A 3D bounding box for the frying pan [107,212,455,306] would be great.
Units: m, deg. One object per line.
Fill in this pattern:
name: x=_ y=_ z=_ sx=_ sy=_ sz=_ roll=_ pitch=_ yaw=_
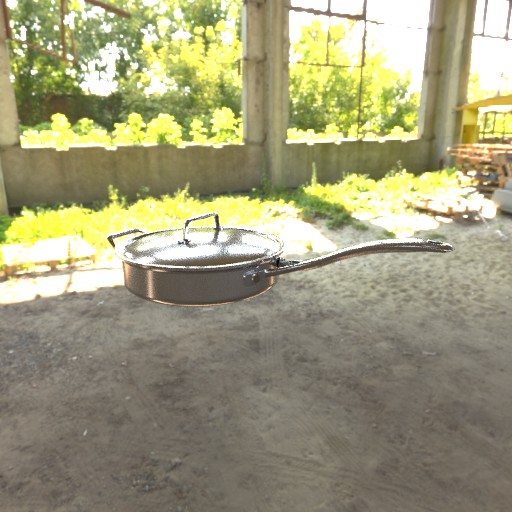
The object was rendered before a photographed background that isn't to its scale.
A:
frying pan: x=0.000 y=0.000 z=0.691 sx=0.561 sy=0.114 sz=0.280 roll=8 pitch=17 yaw=27
